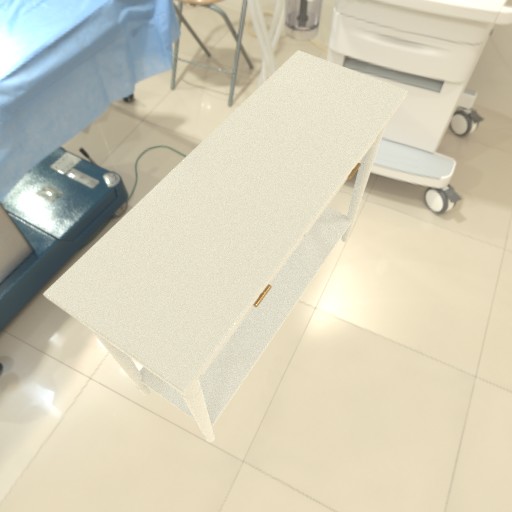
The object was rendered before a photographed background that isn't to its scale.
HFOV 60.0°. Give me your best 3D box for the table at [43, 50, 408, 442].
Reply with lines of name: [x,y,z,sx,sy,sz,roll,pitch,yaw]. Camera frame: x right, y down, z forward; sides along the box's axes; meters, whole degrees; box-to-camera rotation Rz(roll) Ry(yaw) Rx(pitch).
table: [0.000,0.000,1.436,0.381,0.749,1.067,29,61,18]
